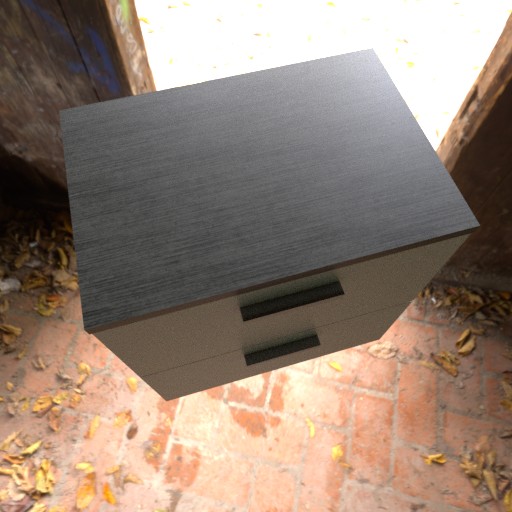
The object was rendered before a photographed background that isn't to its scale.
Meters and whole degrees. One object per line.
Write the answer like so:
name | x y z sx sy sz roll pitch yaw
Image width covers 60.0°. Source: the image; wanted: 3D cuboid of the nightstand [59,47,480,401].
nightstand | 0.000 0.000 0.740 0.441 0.460 0.325 -14 64 -7
